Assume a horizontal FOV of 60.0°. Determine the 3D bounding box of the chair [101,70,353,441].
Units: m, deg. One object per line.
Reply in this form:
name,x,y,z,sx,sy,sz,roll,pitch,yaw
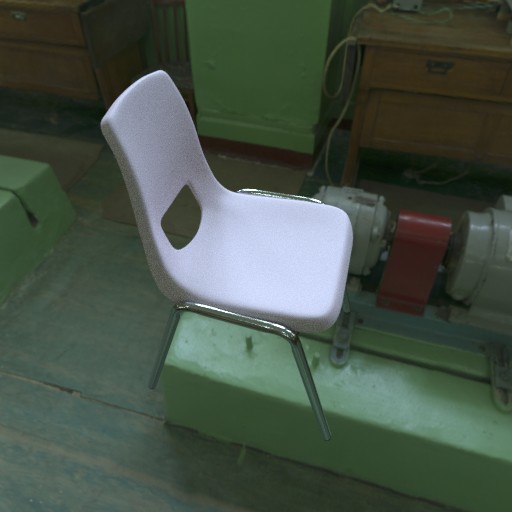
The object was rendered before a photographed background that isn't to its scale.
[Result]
chair,0.000,0.000,0.899,0.436,0.653,0.381,11,45,11
